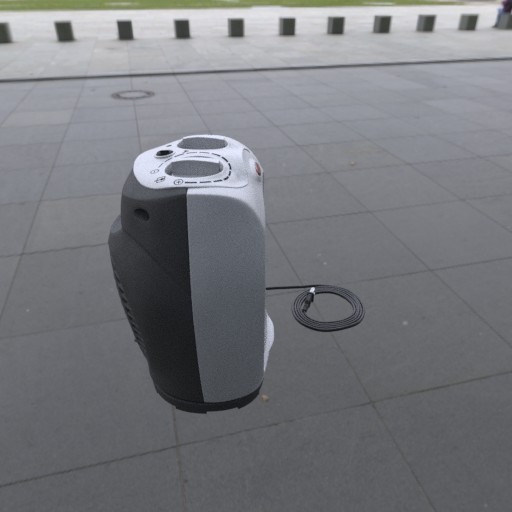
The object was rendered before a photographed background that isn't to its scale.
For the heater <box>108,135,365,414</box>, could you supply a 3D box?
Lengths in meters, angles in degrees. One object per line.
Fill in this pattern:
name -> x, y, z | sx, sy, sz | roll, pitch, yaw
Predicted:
heater -> 0.000, 0.000, 0.473 | 0.291, 0.255, 0.239 | 0, 32, 0
